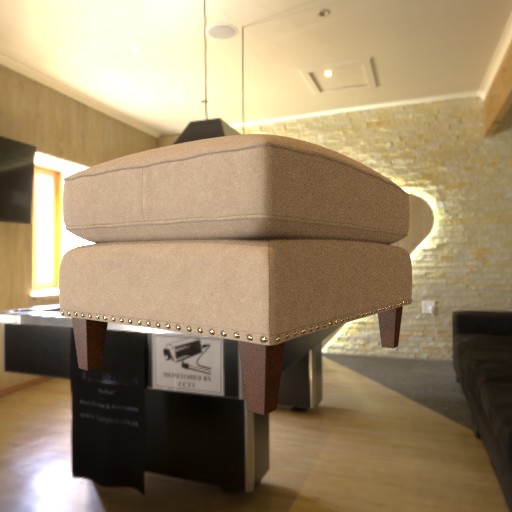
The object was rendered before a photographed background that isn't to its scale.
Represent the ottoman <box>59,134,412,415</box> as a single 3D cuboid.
[{"bbox_3d":[0.000,0.000,1.132,0.584,0.513,0.741,0,0,35],"label":"ottoman"}]
